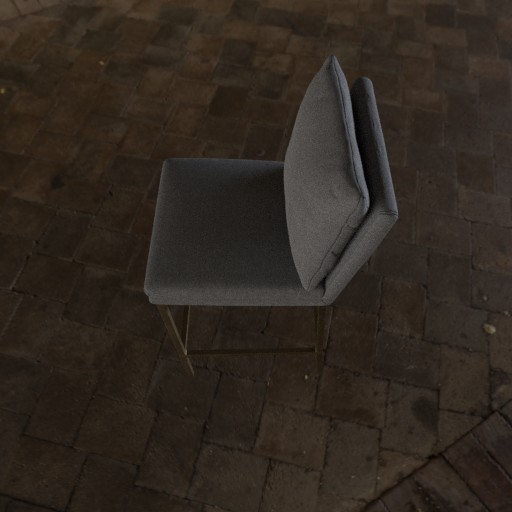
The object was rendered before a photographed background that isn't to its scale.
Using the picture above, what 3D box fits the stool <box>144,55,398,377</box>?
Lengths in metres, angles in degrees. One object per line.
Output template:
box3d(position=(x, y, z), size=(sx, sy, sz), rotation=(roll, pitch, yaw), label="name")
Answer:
box3d(position=(0.000, 0.000, 1.403), size=(0.569, 1.130, 0.463), rotation=(0, 59, 0), label="stool")
